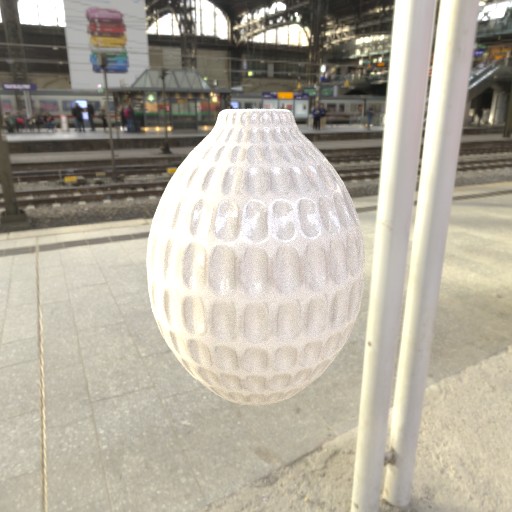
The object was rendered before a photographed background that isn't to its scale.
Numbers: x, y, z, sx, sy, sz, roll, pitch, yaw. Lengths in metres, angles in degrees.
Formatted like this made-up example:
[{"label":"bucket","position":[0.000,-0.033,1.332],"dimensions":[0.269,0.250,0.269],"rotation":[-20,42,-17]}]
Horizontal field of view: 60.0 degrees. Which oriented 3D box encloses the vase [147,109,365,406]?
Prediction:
[{"label":"vase","position":[0.000,0.000,0.266],"dimensions":[0.128,0.167,0.128],"rotation":[0,18,0]}]
